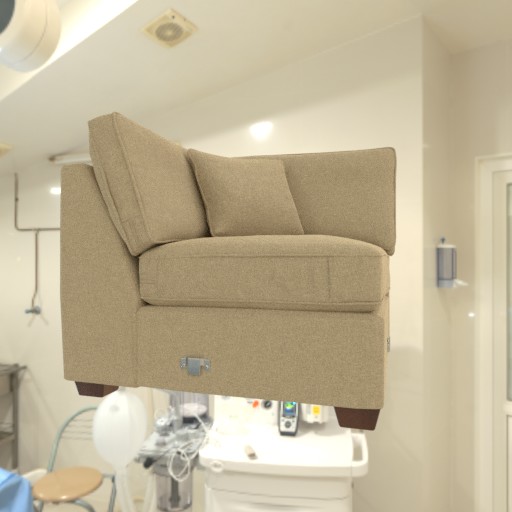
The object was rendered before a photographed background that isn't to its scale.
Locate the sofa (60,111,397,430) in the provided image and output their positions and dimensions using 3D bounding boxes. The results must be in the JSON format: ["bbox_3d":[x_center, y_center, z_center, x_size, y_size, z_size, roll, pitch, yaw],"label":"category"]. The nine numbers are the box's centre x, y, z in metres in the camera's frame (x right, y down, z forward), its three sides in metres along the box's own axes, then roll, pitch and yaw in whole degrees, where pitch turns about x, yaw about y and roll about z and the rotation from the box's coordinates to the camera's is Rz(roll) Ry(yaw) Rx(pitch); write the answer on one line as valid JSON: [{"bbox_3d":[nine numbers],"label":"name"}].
[{"bbox_3d":[0.000,0.000,1.882,1.146,1.002,1.084,0,0,17],"label":"sofa"}]
